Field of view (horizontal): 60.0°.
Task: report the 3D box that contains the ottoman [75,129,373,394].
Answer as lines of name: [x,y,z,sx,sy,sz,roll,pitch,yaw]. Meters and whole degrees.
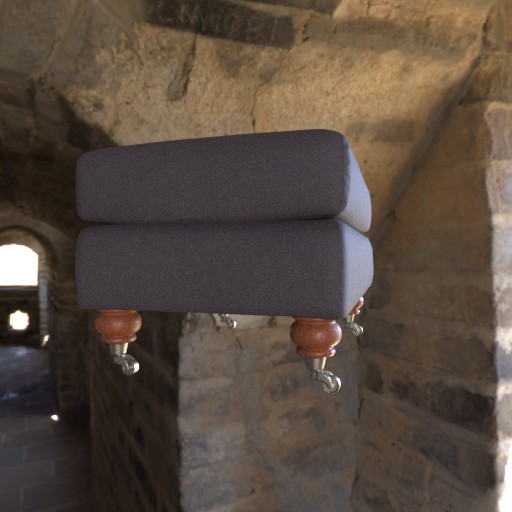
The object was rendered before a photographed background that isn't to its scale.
ottoman: [0.000,0.000,1.175,0.574,0.497,0.773,0,0,17]
